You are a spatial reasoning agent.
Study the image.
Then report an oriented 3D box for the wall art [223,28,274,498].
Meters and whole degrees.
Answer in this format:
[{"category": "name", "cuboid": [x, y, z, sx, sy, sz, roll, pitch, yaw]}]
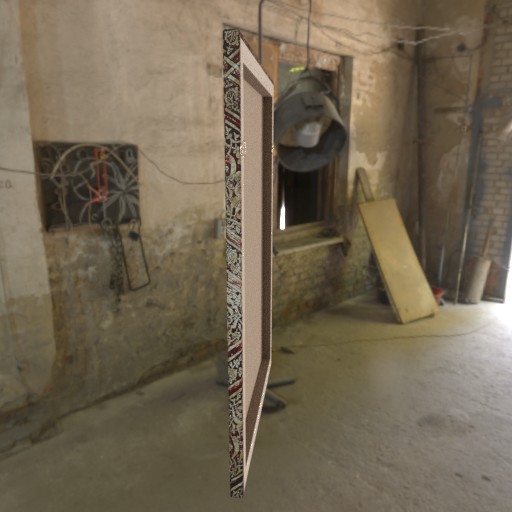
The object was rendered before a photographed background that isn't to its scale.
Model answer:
[{"category": "wall art", "cuboid": [0.000, 0.000, 1.116, 0.030, 0.904, 0.599, 2, 14, 7]}]
